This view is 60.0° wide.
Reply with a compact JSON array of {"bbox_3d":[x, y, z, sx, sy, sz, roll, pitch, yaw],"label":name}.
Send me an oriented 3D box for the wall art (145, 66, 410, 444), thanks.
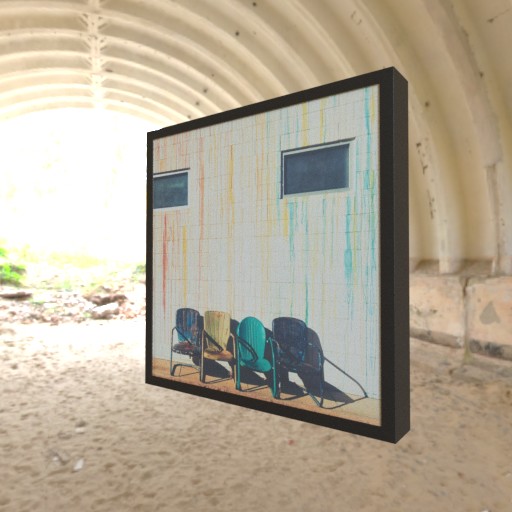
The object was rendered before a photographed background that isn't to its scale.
[{"bbox_3d":[0.000,0.000,0.460,0.304,0.304,0.038,-1,-1,36],"label":"wall art"}]
